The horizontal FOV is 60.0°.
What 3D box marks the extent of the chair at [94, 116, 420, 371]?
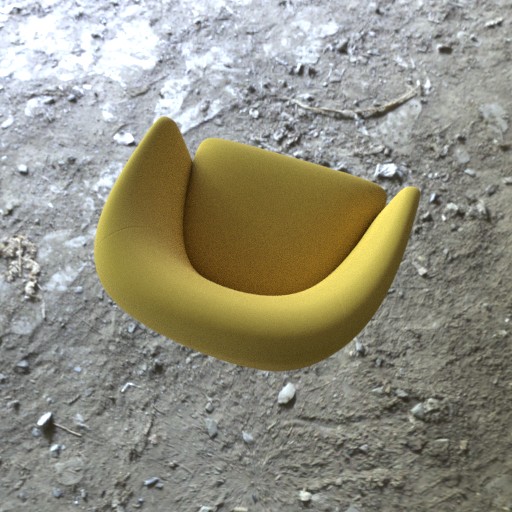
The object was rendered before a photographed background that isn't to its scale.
[{"bbox_3d":[0.000,0.000,1.339,0.773,0.698,0.767,18,64,9],"label":"chair"}]
